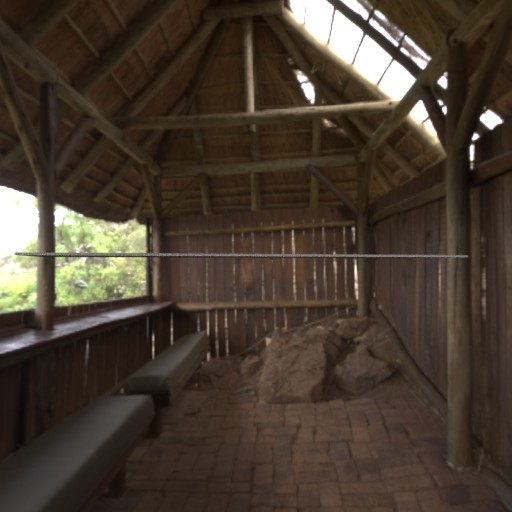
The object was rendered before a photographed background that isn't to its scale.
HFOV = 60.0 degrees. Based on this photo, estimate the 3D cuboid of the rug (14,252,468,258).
[{"bbox_3d":[0.000,0.000,1.977,1.827,0.012,0.553,0,-1,-17],"label":"rug"}]
